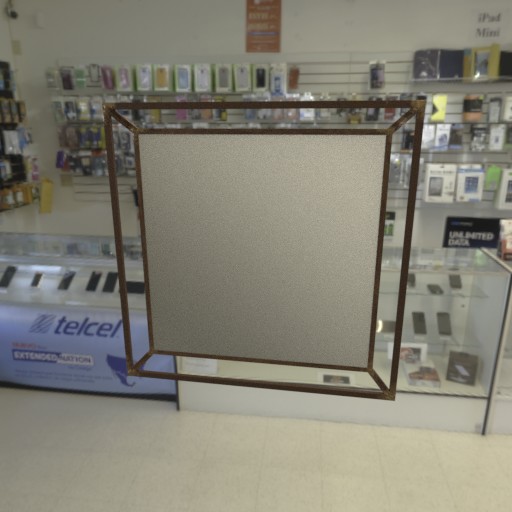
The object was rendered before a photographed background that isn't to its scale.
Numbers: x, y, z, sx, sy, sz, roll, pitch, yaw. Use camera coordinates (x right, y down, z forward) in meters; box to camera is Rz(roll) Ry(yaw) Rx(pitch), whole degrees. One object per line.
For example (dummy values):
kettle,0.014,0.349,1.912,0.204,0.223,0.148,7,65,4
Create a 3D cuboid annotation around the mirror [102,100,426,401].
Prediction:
mirror,0.000,0.000,0.927,0.610,0.610,0.032,3,17,9
